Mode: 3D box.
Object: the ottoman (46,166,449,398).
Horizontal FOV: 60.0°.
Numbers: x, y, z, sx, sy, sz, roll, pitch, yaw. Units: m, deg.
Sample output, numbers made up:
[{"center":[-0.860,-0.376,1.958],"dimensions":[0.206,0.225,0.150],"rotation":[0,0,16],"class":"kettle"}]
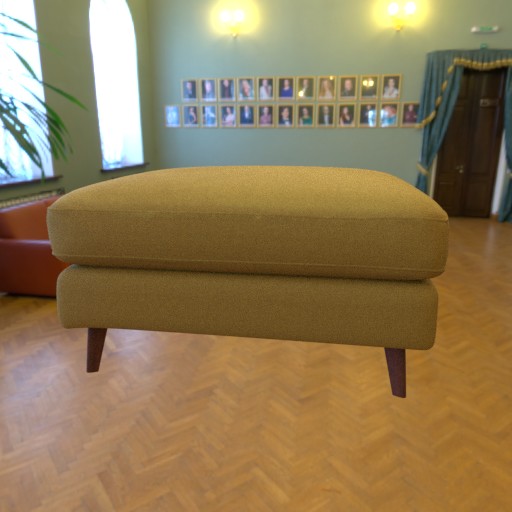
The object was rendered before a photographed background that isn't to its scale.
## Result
[{"center":[0.000,0.000,1.148],"dimensions":[0.811,0.449,0.608],"rotation":[2,15,8],"class":"ottoman"}]
